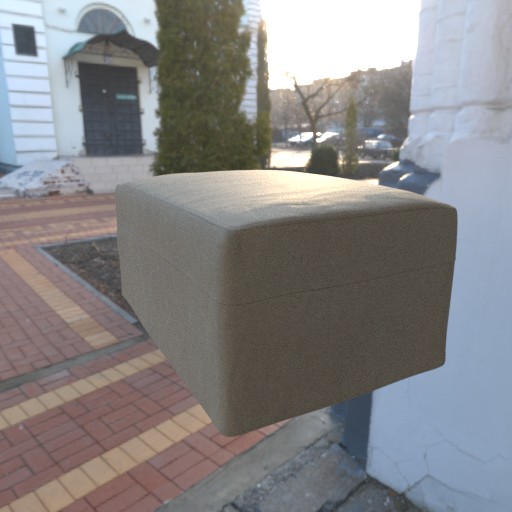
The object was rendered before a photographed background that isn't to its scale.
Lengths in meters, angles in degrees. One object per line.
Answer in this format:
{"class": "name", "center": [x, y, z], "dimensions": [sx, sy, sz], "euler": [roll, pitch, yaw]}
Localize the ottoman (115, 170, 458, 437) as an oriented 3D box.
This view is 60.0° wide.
{"class": "ottoman", "center": [0.000, 0.000, 1.220], "dimensions": [0.590, 0.444, 0.872], "euler": [-8, 17, -27]}
